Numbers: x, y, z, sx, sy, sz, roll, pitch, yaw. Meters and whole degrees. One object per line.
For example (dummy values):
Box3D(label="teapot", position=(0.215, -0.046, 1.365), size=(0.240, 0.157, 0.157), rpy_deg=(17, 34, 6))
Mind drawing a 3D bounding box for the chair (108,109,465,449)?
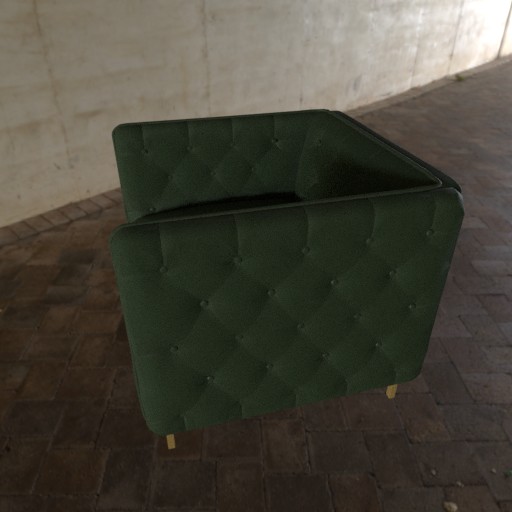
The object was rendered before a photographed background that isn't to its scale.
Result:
Box3D(label="chair", position=(0.000, 0.000, 1.515), size=(0.855, 0.768, 0.917), rpy_deg=(-8, 33, -13))
